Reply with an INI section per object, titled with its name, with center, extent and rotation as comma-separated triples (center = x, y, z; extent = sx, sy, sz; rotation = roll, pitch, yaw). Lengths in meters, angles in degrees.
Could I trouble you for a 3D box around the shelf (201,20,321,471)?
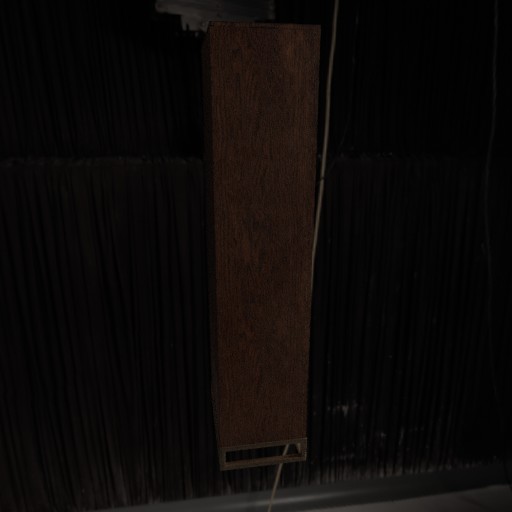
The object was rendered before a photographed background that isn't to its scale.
[shelf]
center = 0.000, 0.000, 1.937
extent = 0.395, 1.732, 0.539
rotation = -3, 16, -9
